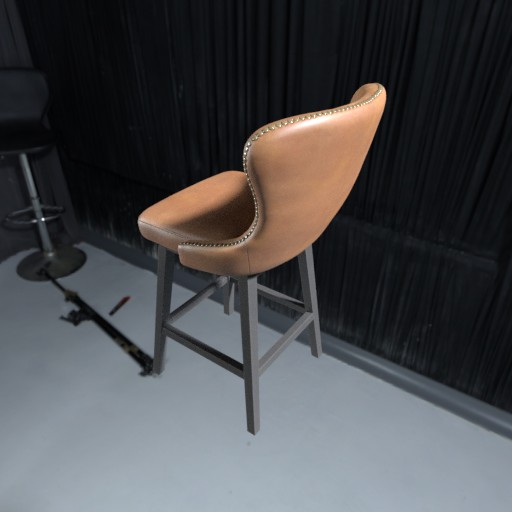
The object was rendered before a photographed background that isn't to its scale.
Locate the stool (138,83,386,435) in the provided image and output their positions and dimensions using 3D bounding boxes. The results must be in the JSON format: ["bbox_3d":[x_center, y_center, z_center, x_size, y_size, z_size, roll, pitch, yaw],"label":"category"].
[{"bbox_3d":[0.000,0.000,1.313,0.593,0.971,0.528,21,38,30],"label":"stool"}]
